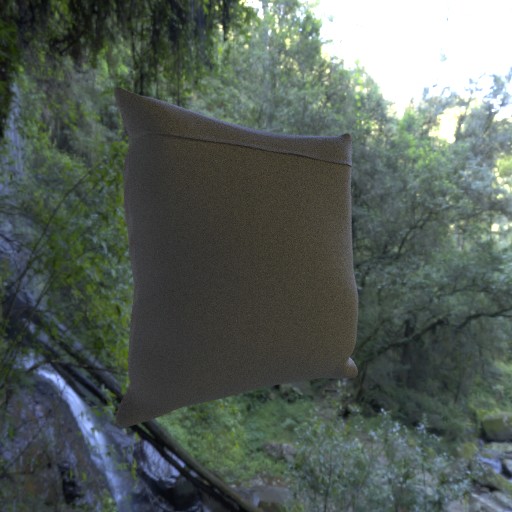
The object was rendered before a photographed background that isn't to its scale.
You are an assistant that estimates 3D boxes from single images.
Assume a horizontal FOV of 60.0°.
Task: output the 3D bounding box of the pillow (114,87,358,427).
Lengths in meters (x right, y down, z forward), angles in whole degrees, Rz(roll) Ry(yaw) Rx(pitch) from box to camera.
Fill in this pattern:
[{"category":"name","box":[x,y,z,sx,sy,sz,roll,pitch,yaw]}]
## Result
[{"category":"pillow","box":[0.000,0.000,0.684,0.440,0.441,0.182,0,1,-36]}]
